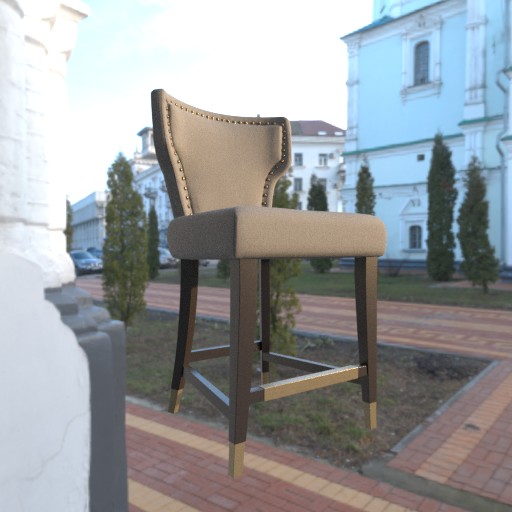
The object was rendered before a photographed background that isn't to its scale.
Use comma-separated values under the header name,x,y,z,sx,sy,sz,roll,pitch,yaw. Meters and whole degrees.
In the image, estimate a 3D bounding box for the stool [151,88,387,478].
name,x,y,z,sx,sy,sz,roll,pitch,yaw
stool,0.000,0.000,1.322,0.527,0.982,0.563,-1,1,-35
